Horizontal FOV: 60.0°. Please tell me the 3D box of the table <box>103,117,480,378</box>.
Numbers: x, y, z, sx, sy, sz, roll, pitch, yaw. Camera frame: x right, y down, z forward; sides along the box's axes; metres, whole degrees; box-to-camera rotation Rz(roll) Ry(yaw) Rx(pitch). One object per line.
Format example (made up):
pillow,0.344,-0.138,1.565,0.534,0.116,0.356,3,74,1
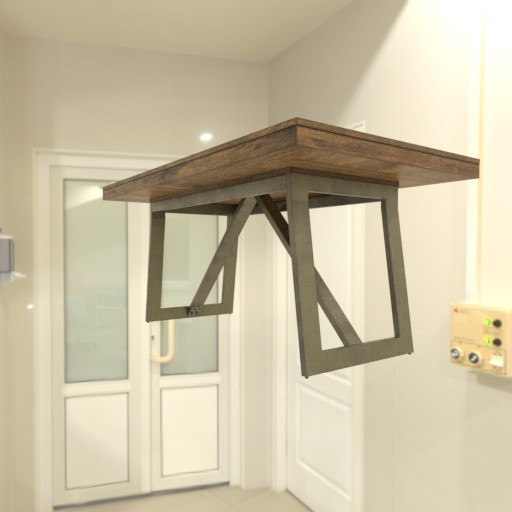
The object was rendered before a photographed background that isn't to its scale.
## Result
table,0.000,0.000,2.098,0.931,0.757,1.641,-1,1,-36
